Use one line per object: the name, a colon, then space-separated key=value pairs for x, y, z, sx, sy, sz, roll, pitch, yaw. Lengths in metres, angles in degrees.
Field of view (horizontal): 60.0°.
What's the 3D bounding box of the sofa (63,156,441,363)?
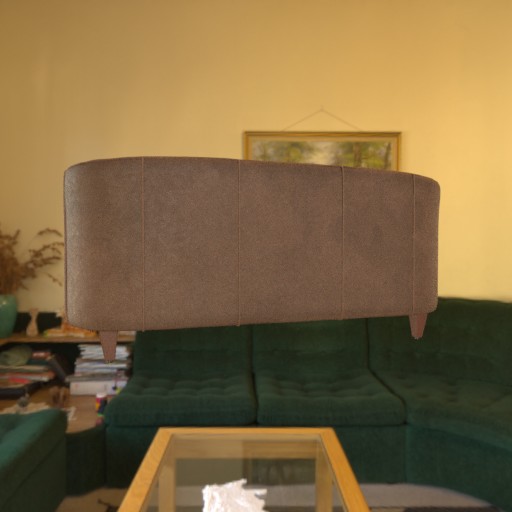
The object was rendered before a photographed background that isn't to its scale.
sofa: x=0.000 y=0.000 z=2.238 sx=1.767 sy=0.799 sz=0.917 roll=0 pitch=1 yaw=-18
